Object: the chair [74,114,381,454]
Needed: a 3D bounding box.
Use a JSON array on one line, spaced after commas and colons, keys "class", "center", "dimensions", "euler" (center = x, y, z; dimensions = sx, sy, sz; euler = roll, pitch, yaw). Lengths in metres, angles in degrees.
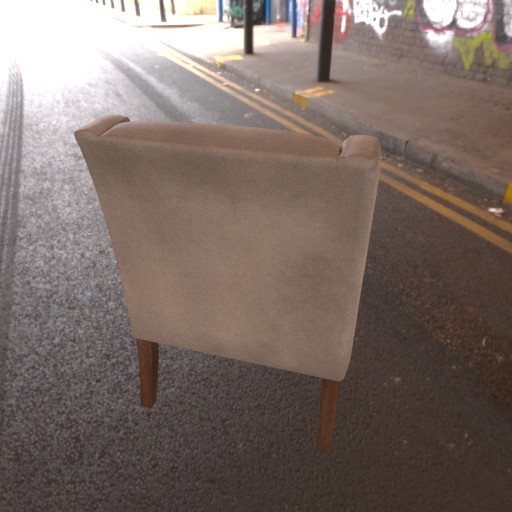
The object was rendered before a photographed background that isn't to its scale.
[{"class": "chair", "center": [0.000, 0.000, 1.315], "dimensions": [0.629, 0.895, 0.629], "euler": [9, 33, 14]}]
